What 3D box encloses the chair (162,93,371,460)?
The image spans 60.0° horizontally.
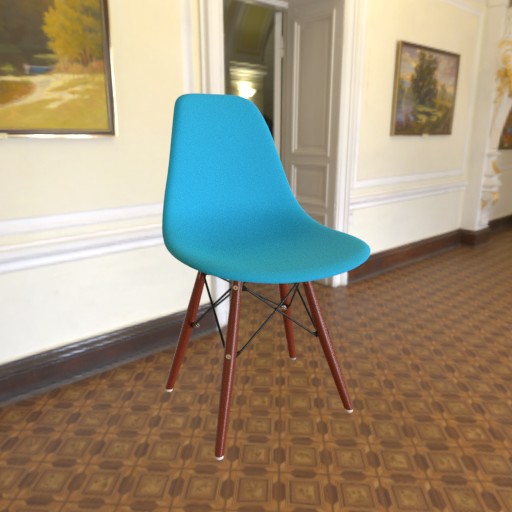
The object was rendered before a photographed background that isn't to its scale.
[{"bbox_3d":[0.000,0.000,1.144,0.470,0.826,0.533,-8,17,-28],"label":"chair"}]
